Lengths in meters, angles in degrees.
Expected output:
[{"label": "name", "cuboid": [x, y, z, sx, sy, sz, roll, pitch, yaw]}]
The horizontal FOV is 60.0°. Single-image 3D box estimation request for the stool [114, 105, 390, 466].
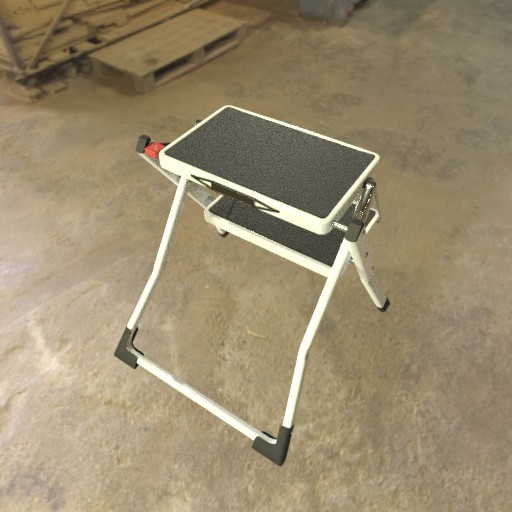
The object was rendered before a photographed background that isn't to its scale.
[{"label": "stool", "cuboid": [0.000, 0.000, 0.867, 0.485, 0.445, 0.490, 25, 52, 22]}]
